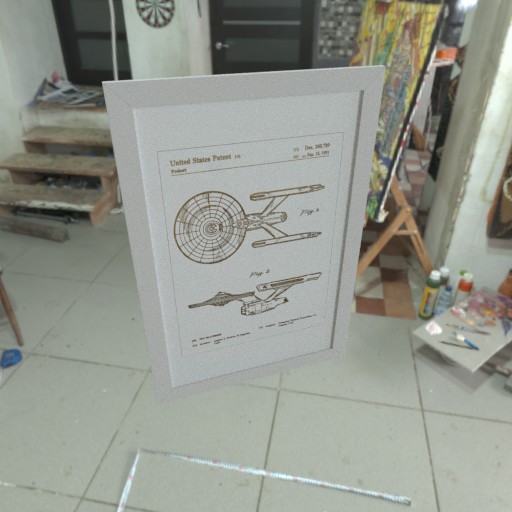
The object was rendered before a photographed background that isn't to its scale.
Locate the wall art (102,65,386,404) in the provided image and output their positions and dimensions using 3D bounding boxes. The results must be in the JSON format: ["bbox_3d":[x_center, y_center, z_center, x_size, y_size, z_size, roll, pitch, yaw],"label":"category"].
[{"bbox_3d":[0.000,0.000,0.853,0.454,0.659,0.011,-10,33,-16],"label":"wall art"}]
